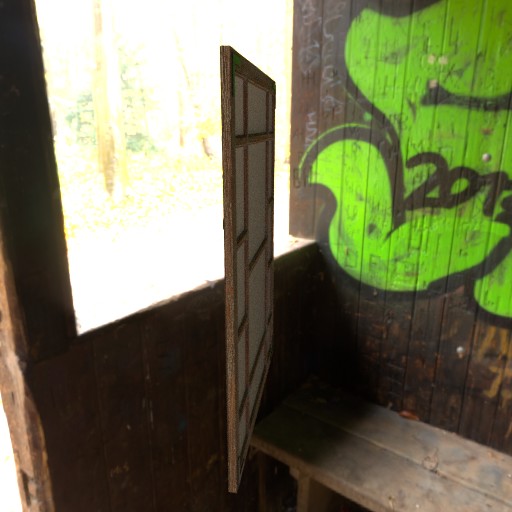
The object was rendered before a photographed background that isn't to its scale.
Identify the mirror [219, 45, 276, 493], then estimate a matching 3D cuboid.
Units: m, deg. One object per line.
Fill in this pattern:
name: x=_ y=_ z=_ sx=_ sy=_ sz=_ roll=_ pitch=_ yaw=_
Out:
mirror: x=0.000 y=0.000 z=1.271 sx=0.025 sy=0.996 sz=0.705 roll=3 pitch=17 yaw=9
